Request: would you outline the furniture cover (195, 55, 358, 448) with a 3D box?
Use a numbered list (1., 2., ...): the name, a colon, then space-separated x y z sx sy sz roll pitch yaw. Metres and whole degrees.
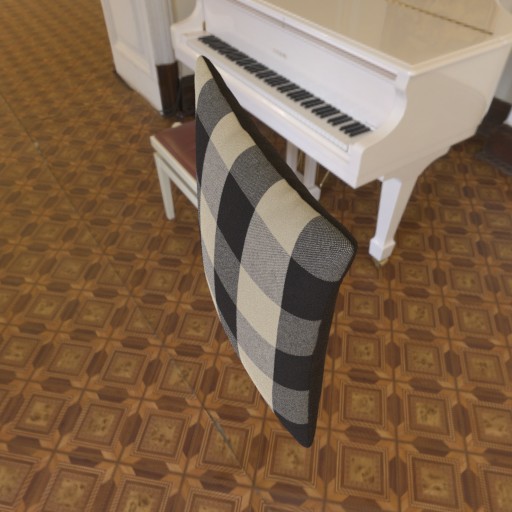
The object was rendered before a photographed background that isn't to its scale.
1. furniture cover: 0.000 0.000 0.779 0.161 0.509 0.511 -16 48 -15
